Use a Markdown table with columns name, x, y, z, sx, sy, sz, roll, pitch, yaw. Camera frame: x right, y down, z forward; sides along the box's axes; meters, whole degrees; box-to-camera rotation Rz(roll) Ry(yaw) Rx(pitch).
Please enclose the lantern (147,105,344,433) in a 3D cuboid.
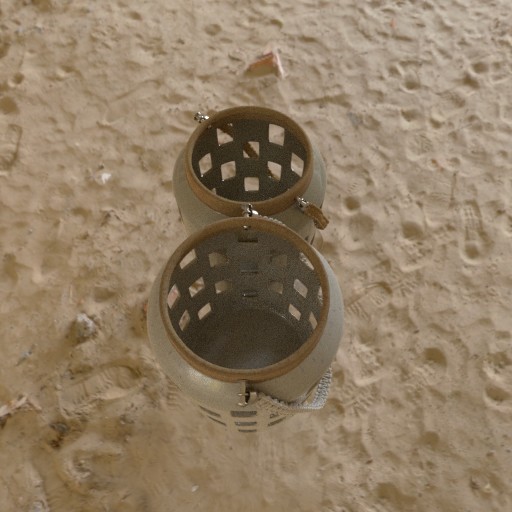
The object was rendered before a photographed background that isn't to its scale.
| name | x | y | z | sx | sy | sz | roll | pitch | yaw |
| --- | --- | --- | --- | --- | --- | --- | --- | --- | --- |
| lantern | 0.000 | 0.000 | 0.485 | 0.184 | 0.255 | 0.347 | 0 | 64 | 0 |
